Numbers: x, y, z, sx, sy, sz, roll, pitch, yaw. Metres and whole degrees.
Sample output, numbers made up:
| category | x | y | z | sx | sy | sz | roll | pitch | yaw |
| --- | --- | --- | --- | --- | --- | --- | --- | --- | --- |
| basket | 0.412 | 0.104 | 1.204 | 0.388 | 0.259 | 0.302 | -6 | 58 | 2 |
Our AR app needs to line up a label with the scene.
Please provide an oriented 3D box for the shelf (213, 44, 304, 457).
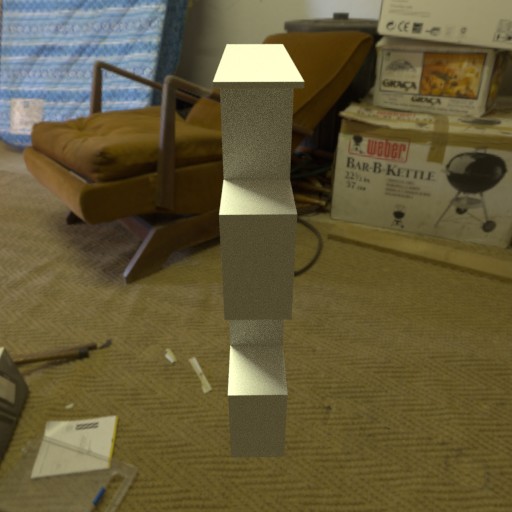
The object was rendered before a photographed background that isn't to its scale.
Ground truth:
| category | x | y | z | sx | sy | sz | roll | pitch | yaw |
| --- | --- | --- | --- | --- | --- | --- | --- | --- | --- |
| shelf | 0.000 | 0.000 | 2.010 | 0.250 | 1.650 | 0.890 | 0 | 31 | -1 |
